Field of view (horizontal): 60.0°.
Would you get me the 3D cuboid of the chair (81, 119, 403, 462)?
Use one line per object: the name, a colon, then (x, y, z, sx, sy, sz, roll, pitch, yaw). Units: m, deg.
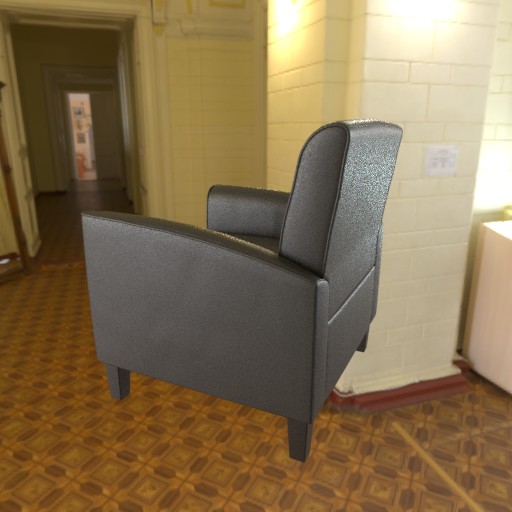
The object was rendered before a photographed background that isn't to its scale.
chair: (0.000, 0.000, 1.566, 0.819, 0.916, 0.820, 8, 18, 25)
